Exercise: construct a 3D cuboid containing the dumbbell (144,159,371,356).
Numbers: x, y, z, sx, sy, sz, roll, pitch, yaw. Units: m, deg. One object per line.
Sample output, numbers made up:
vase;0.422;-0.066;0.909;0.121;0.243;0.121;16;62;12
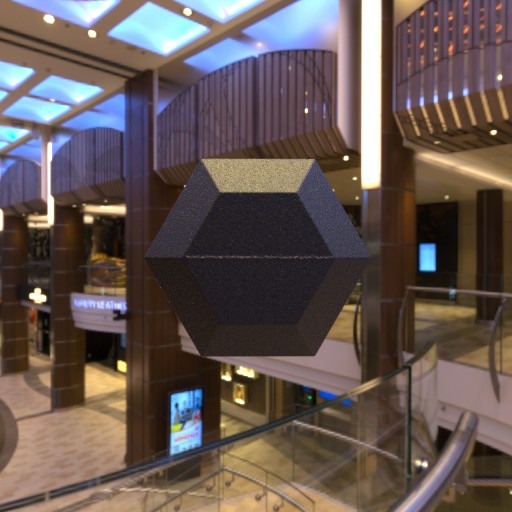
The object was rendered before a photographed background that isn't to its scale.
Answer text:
dumbbell;0.000;0.000;0.427;0.141;0.123;0.356;0;0;0
